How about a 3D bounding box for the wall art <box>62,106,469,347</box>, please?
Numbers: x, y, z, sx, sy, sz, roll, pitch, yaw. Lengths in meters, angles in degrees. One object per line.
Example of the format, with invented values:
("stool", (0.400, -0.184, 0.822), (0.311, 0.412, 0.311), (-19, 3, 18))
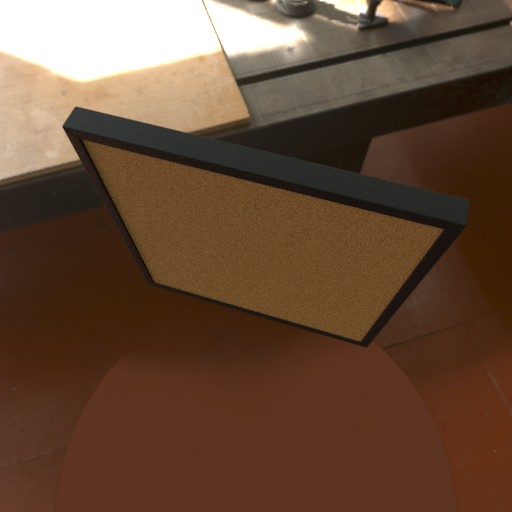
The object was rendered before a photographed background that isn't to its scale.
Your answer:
("wall art", (0.000, 0.000, 0.766), (0.508, 0.508, 0.037), (15, 64, 8))
